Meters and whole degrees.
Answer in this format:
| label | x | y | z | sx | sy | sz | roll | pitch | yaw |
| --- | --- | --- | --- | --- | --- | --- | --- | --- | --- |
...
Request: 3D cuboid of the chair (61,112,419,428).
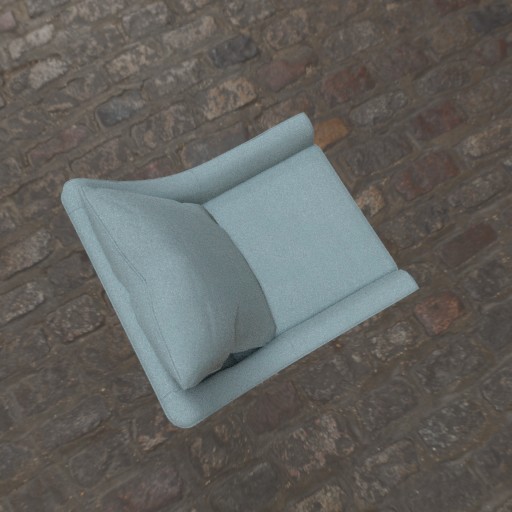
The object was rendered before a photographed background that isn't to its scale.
| label | x | y | z | sx | sy | sz | roll | pitch | yaw |
| --- | --- | --- | --- | --- | --- | --- | --- | --- | --- |
| chair | 0.000 | 0.000 | 1.554 | 0.870 | 0.926 | 0.760 | -29 | 78 | -7 |
